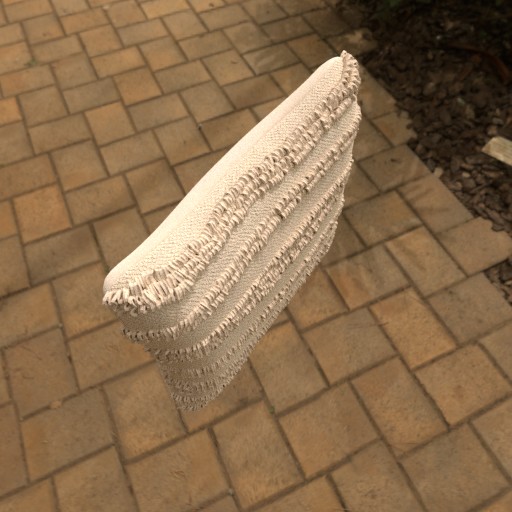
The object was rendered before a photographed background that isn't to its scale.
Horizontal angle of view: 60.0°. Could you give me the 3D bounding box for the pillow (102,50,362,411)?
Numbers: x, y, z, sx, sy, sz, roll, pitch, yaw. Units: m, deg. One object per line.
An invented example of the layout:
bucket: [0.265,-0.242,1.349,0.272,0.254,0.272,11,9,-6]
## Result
pillow: [0.000,0.000,0.644,0.145,0.427,0.437,31,64,17]
